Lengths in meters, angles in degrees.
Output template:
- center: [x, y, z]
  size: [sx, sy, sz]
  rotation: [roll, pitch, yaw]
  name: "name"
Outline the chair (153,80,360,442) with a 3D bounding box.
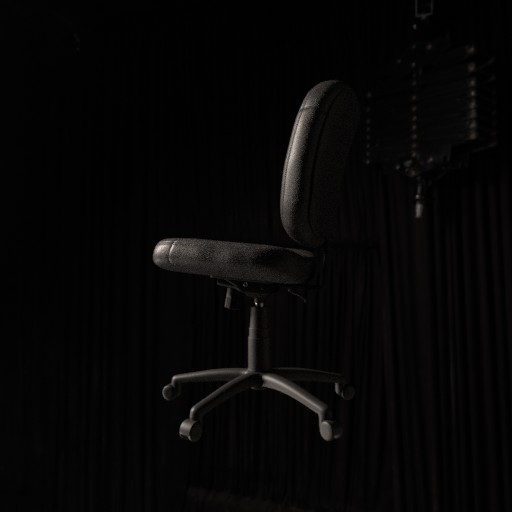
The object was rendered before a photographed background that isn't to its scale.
- center: [0.000, 0.000, 1.411]
  size: [0.646, 0.959, 0.647]
  rotation: [0, -1, 17]
  name: "chair"
